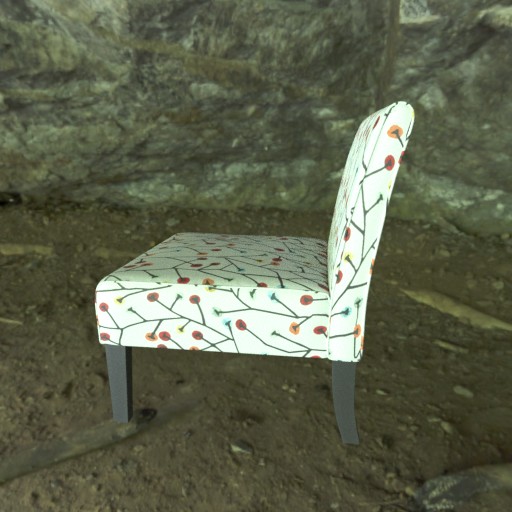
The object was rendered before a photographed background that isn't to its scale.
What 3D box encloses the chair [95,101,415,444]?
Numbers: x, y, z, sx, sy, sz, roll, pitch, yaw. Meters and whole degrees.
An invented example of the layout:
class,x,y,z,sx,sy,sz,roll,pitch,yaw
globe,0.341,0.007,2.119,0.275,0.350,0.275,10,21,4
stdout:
class,x,y,z,sx,sy,sz,roll,pitch,yaw
chair,0.000,0.000,1.307,0.732,0.813,0.597,2,15,8
